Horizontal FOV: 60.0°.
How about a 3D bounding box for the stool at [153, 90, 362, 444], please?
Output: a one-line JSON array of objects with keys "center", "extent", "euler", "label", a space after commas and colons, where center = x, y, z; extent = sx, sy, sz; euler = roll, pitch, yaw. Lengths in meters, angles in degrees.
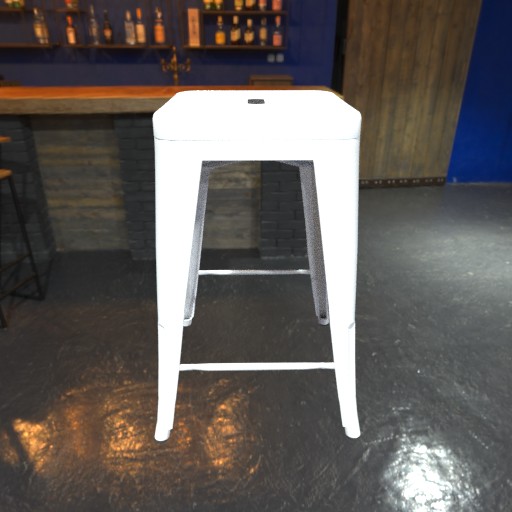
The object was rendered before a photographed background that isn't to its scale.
[{"center": [0.000, 0.000, 0.908], "extent": [0.406, 0.610, 0.406], "euler": [0, 27, -1], "label": "stool"}]
